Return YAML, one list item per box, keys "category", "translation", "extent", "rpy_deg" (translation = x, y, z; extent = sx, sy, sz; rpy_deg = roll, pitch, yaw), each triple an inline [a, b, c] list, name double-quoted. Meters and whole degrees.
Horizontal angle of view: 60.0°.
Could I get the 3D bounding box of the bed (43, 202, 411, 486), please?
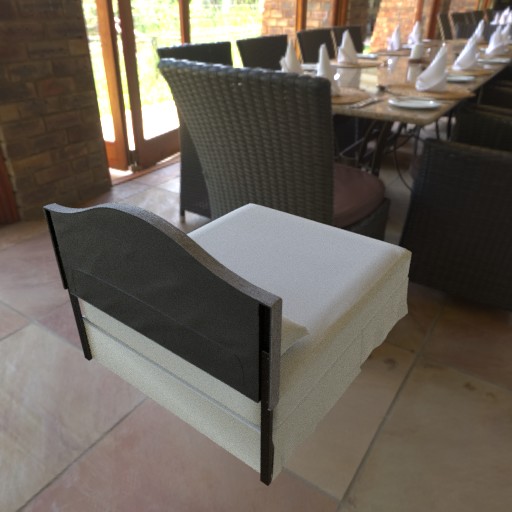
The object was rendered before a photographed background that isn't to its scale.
- category: "bed"
  translation: [0.000, 0.000, 2.935]
  extent: [1.610, 1.295, 1.870]
  rpy_deg: [20, 35, 32]
